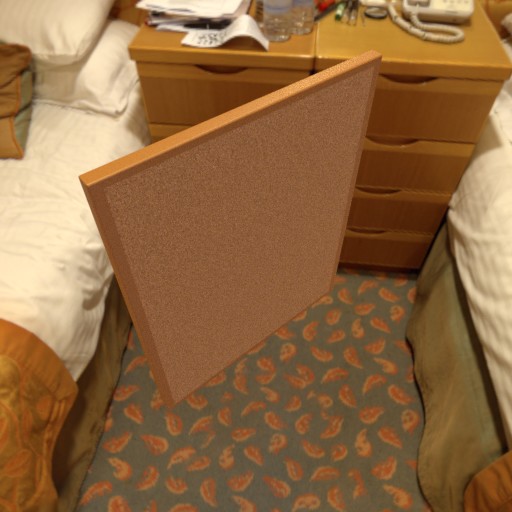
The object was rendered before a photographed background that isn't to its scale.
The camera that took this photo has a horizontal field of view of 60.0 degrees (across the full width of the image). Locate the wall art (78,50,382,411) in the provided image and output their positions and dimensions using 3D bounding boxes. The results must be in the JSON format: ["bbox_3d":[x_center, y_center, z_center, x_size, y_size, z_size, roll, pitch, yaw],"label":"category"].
[{"bbox_3d":[0.000,0.000,0.510,0.310,0.379,0.015,-32,56,-25],"label":"wall art"}]
